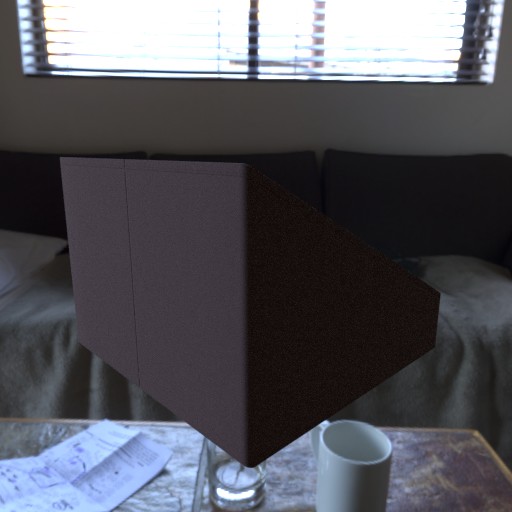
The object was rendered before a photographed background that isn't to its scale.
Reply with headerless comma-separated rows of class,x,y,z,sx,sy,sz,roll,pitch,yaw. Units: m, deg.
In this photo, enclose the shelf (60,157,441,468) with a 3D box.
shelf,0.000,0.000,0.482,0.292,0.210,0.292,-13,18,-42
